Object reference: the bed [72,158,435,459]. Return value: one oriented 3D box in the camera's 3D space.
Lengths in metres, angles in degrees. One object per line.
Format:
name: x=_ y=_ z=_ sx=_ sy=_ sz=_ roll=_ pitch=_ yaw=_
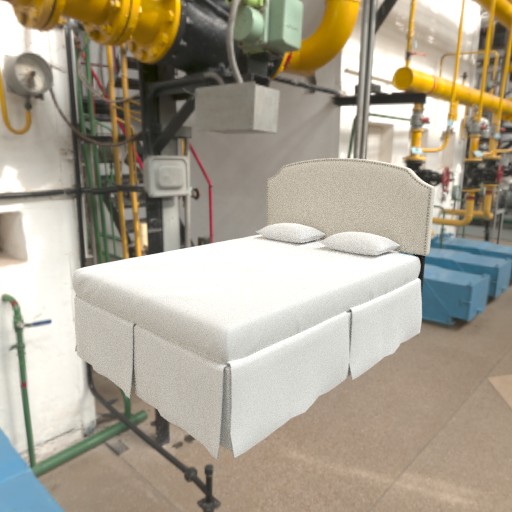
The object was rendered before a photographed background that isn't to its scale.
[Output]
bed: x=0.000 y=0.000 z=2.964 sx=1.558 sy=1.270 sz=1.999 roll=12 pitch=17 yaw=42
